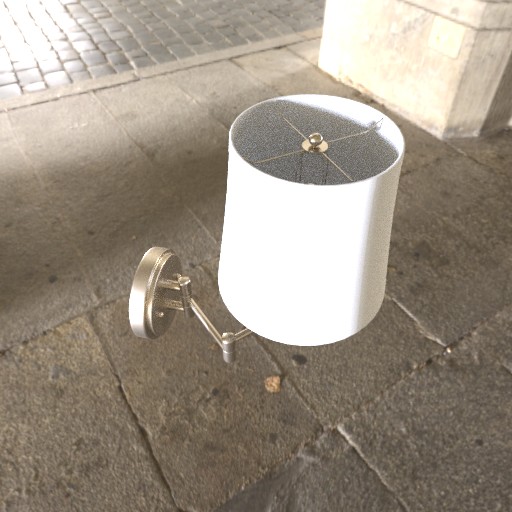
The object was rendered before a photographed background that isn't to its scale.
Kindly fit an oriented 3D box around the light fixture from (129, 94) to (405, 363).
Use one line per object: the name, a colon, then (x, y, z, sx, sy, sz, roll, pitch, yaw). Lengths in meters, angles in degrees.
light fixture: (0.000, 0.000, 0.594, 0.348, 0.381, 0.223, 9, 46, 8)
